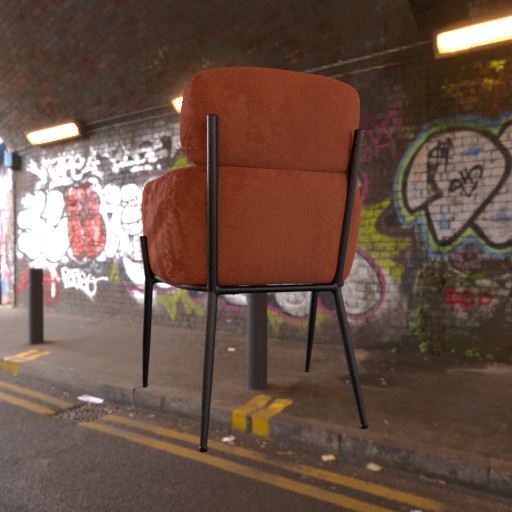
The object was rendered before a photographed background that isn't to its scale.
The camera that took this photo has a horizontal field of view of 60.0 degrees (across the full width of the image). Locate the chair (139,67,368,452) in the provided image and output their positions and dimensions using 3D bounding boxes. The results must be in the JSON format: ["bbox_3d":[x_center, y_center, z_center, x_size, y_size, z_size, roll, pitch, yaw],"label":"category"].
[{"bbox_3d":[0.000,0.000,1.140,0.561,0.772,0.523,0,1,-18],"label":"chair"}]
